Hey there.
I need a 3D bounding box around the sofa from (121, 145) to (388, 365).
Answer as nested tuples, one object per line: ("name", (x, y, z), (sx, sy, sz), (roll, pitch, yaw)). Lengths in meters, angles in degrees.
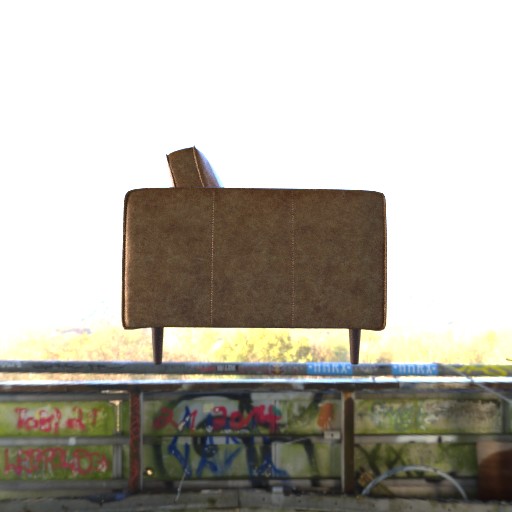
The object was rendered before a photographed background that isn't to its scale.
("sofa", (0.000, 0.000, 2.447), (0.924, 0.825, 1.920), (0, -1, 0))
